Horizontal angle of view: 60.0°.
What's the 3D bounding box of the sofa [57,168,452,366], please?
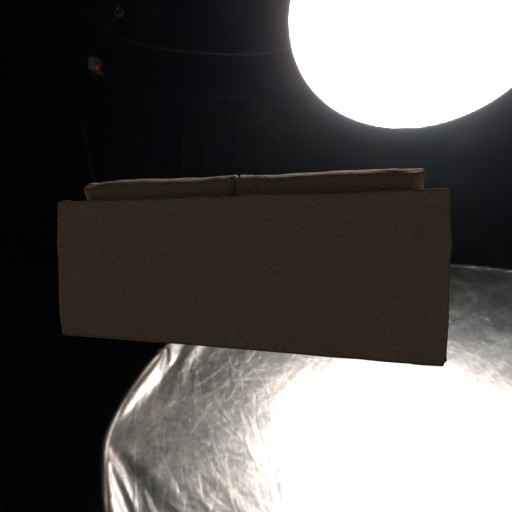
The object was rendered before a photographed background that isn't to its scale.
[{"bbox_3d":[0.000,0.000,2.518,1.987,0.847,0.956,1,2,19],"label":"sofa"}]
